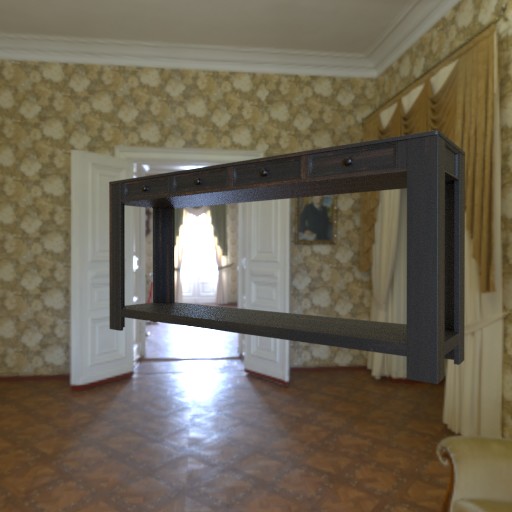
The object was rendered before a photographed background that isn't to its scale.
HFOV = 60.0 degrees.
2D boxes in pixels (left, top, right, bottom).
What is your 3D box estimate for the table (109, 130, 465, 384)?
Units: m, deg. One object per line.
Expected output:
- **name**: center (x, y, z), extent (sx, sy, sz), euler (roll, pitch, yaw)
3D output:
- **table**: center (0.000, 0.000, 1.959), extent (1.631, 0.762, 0.384), euler (0, 0, 37)
